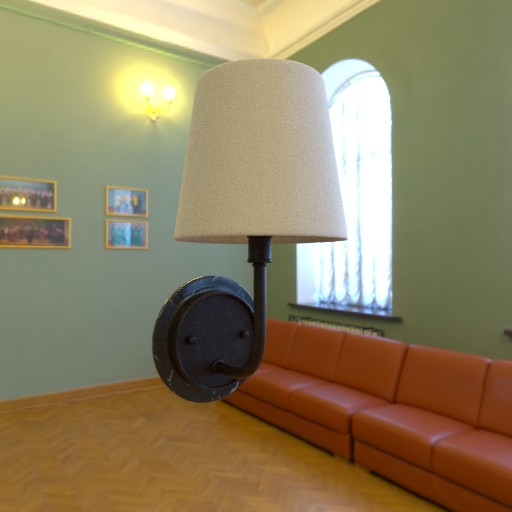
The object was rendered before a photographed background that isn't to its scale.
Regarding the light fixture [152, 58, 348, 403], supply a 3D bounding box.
[{"bbox_3d":[0.000,0.000,0.446,0.168,0.337,0.188,1,-1,-36],"label":"light fixture"}]
